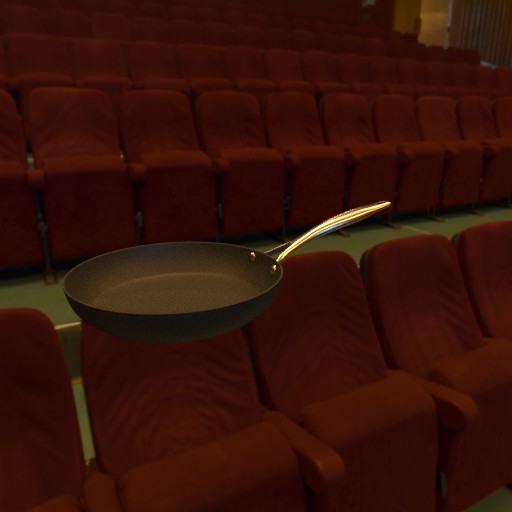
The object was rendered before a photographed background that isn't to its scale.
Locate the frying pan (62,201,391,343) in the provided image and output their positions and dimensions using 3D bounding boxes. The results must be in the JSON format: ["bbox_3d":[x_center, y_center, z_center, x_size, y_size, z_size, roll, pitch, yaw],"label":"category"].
[{"bbox_3d":[0.000,0.000,0.584,0.472,0.105,0.255,-9,19,-27],"label":"frying pan"}]
